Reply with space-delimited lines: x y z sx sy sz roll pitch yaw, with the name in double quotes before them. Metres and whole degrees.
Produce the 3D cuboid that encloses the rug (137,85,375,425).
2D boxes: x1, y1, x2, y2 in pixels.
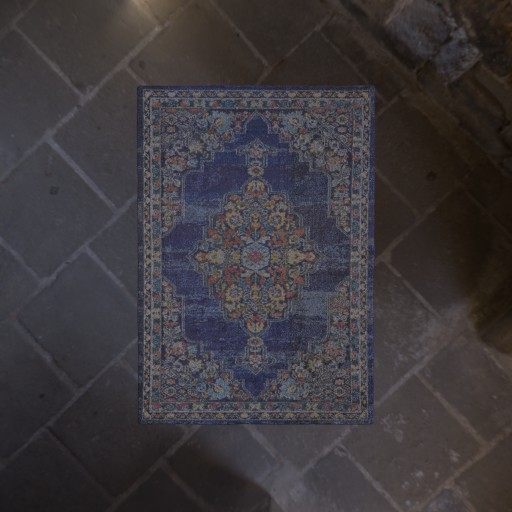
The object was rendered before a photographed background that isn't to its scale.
"rug" 0.000 0.000 3.834 2.053 0.011 2.940 0 91 0
